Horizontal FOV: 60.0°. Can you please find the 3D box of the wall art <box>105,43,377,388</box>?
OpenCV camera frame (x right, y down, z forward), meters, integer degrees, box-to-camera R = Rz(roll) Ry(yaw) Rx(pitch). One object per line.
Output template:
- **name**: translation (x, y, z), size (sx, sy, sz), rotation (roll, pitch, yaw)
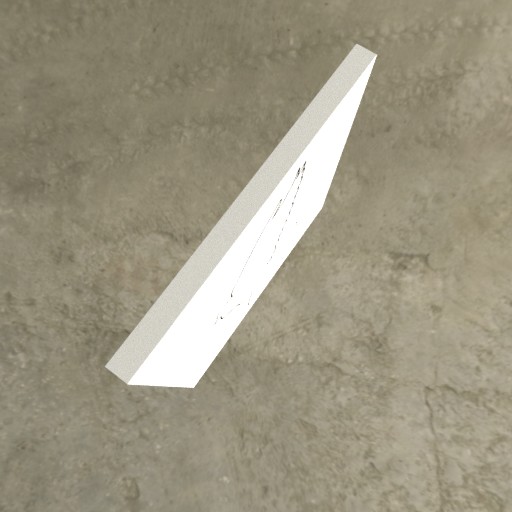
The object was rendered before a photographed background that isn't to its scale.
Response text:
- **wall art**: translation (0.000, 0.000, 0.920), size (0.038, 0.610, 0.610), rotation (34, 76, 10)
